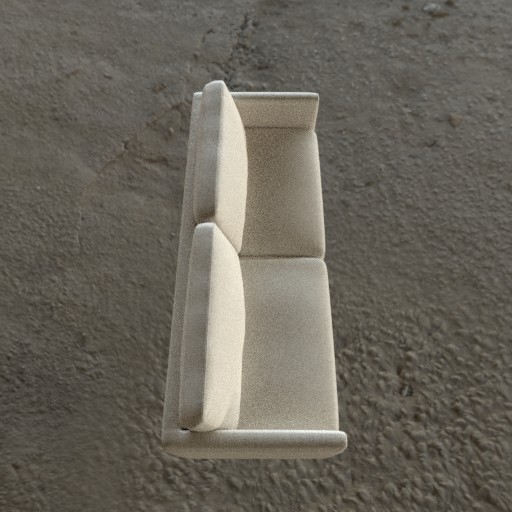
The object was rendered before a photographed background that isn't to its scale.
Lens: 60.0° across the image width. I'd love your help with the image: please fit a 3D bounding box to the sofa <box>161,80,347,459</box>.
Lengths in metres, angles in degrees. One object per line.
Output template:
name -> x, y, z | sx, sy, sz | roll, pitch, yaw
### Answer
sofa -> 0.000, 0.000, 2.946 | 0.948, 0.965, 2.434 | 0, 63, 0
